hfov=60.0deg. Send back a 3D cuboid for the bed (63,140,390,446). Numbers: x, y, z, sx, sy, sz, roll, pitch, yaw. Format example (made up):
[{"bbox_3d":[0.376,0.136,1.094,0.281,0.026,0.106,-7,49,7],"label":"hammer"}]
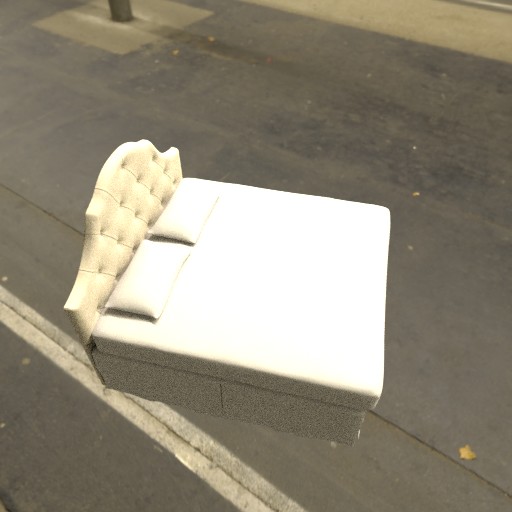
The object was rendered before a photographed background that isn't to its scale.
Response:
[{"bbox_3d":[0.000,0.000,3.490,2.086,1.555,2.012,10,47,9],"label":"bed"}]
